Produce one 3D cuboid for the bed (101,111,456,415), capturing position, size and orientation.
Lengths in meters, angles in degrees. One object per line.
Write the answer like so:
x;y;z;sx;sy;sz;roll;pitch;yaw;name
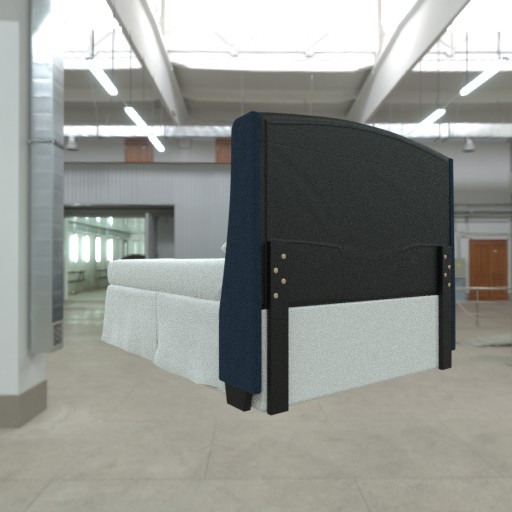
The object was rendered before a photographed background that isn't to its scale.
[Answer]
0.000;0.000;3.249;1.604;1.402;2.223;0;0;-36;bed
